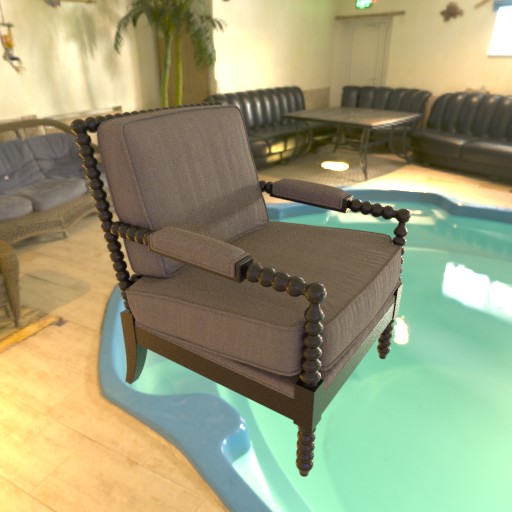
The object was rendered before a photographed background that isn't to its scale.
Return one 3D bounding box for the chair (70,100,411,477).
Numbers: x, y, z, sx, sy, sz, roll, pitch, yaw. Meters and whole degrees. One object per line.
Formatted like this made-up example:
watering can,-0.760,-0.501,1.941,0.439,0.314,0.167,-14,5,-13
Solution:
chair,0.000,0.000,1.085,0.622,0.661,0.540,16,29,31
